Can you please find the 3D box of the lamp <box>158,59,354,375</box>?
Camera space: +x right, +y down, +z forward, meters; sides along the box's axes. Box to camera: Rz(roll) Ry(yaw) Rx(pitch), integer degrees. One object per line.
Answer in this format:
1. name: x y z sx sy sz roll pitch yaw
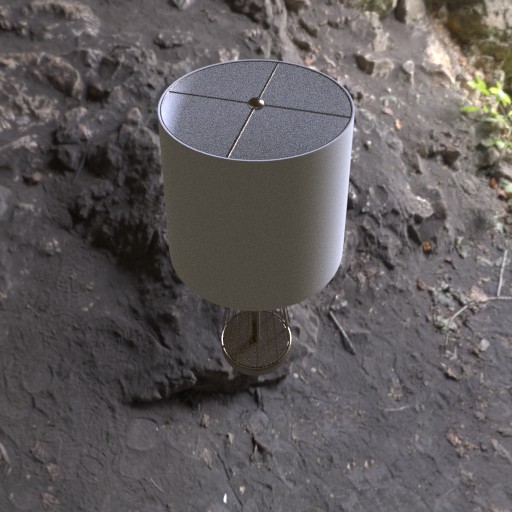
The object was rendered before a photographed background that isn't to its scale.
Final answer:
1. lamp: 0.000 0.000 0.812 0.303 0.618 0.303 0 48 0
